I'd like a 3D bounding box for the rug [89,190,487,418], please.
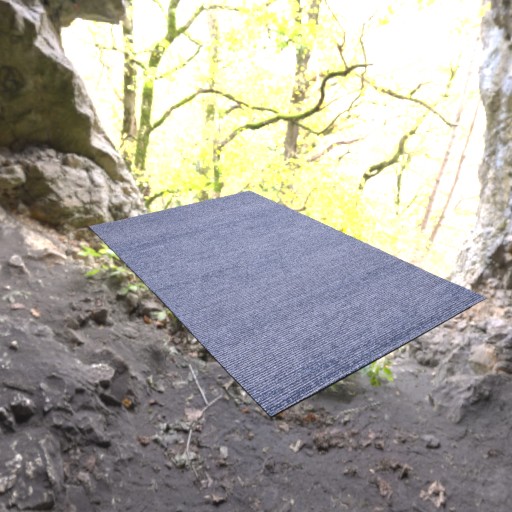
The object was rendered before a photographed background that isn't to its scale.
[{"bbox_3d":[0.000,0.000,2.225,1.145,0.021,1.777,-17,31,-31],"label":"rug"}]
